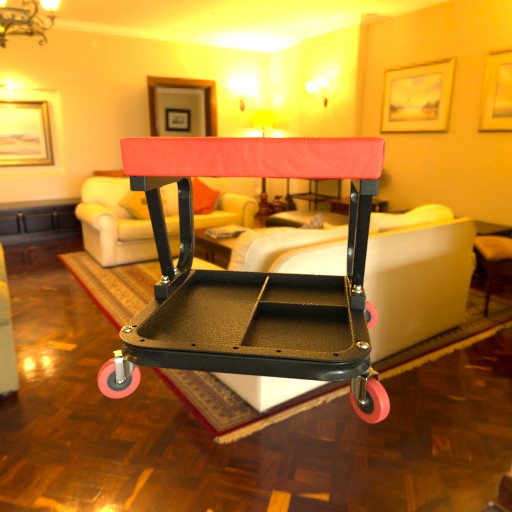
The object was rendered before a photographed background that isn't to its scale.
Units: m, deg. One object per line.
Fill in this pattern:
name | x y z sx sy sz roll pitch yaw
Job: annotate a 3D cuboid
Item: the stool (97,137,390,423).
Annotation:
stool | 0.000 0.000 0.732 0.446 0.380 0.371 2 15 9
